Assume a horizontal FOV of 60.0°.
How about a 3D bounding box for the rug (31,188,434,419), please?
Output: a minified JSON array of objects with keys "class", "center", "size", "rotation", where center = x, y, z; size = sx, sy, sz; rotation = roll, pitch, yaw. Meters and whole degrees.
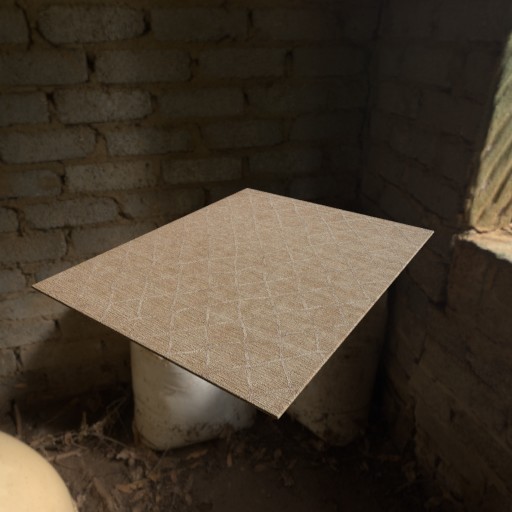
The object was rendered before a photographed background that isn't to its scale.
[{"class":"rug","center":[0.000,0.000,4.150],"size":[2.420,0.019,3.039],"rotation":[18,32,31]}]
